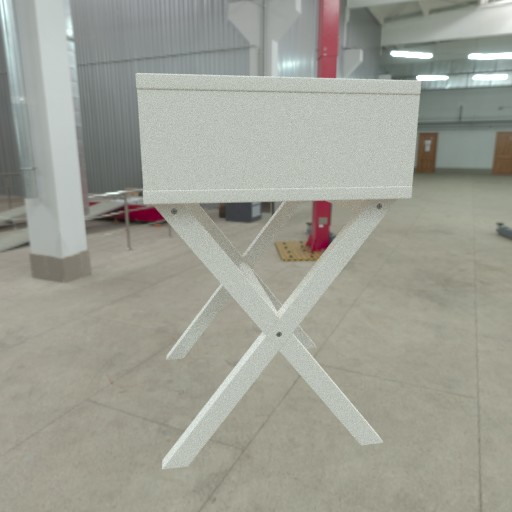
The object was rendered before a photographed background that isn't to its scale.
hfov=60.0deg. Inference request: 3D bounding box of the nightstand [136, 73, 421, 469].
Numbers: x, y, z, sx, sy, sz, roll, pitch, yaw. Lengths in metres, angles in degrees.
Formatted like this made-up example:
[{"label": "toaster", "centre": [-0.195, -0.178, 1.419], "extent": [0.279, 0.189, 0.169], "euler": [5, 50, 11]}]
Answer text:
[{"label": "nightstand", "centre": [0.000, 0.000, 0.911], "extent": [0.402, 0.623, 0.479], "euler": [-2, 14, -10]}]
